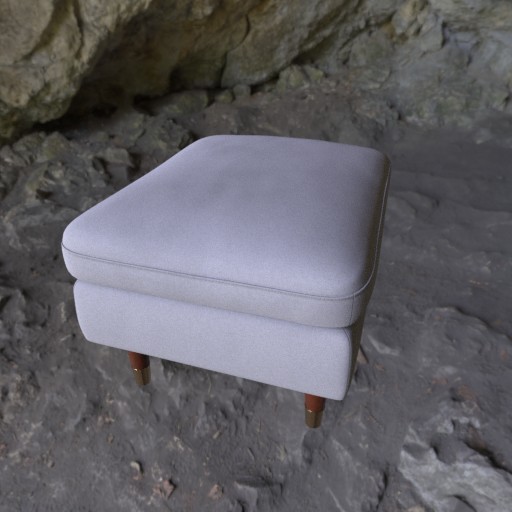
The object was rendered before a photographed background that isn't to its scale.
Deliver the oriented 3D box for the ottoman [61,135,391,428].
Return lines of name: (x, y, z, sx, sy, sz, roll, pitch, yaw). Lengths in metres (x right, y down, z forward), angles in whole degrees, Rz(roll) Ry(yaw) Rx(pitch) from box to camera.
ottoman: (0.000, 0.000, 1.122, 0.593, 0.478, 0.747, 9, 31, 15)
